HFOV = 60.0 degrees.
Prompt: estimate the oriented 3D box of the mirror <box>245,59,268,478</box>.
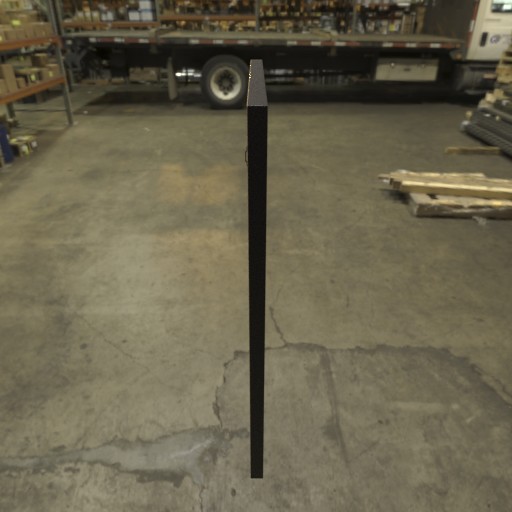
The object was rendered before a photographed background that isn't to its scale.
[{"bbox_3d":[0.000,0.000,1.337,0.040,1.016,0.762,0,29,0],"label":"mirror"}]
